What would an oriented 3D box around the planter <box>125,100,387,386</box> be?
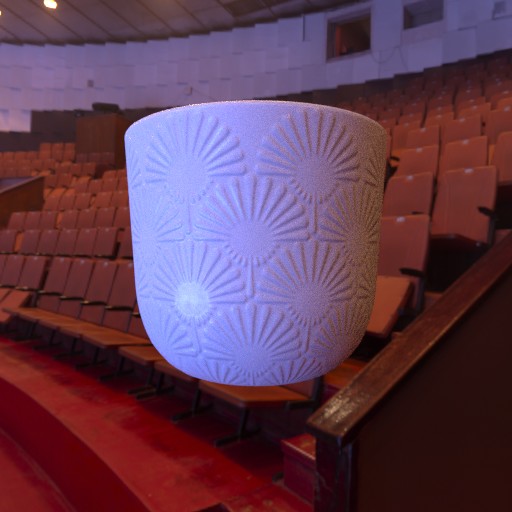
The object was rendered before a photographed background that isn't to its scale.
[{"bbox_3d":[0.000,0.000,0.298,0.170,0.152,0.170,0,0,0],"label":"planter"}]
